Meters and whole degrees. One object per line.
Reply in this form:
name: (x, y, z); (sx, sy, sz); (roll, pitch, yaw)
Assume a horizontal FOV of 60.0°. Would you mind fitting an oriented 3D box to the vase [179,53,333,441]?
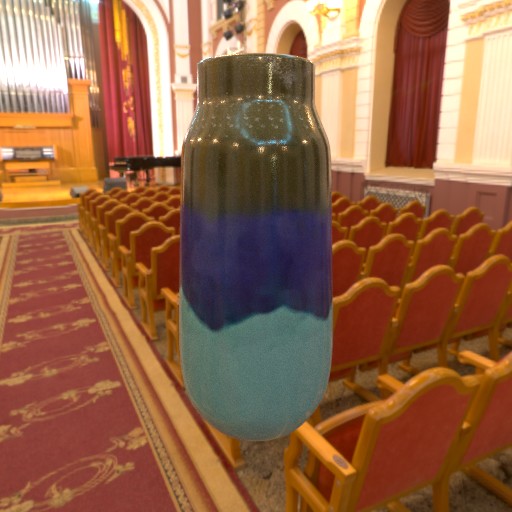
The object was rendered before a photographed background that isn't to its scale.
vase: (0.000, 0.000, 0.387); (0.139, 0.313, 0.139); (0, 14, 0)
